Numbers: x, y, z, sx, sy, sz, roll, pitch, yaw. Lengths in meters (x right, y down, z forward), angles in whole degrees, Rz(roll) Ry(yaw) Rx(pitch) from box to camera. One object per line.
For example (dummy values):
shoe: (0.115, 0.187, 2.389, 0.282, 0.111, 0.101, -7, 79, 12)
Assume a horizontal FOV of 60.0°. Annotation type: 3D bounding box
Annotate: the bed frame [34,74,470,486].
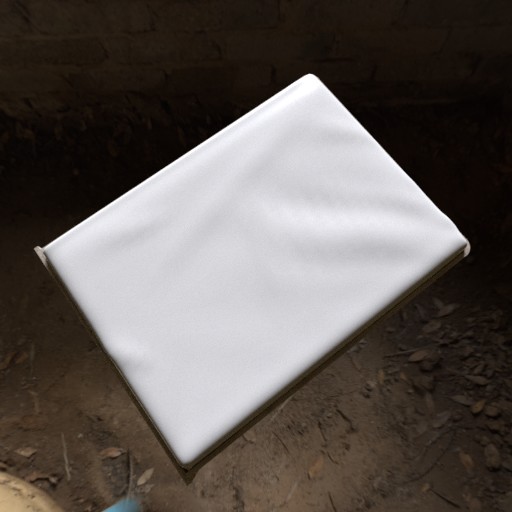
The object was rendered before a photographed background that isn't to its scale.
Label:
bed frame: (0.000, 0.000, 2.562, 1.950, 0.462, 1.490, -36, 78, -9)
